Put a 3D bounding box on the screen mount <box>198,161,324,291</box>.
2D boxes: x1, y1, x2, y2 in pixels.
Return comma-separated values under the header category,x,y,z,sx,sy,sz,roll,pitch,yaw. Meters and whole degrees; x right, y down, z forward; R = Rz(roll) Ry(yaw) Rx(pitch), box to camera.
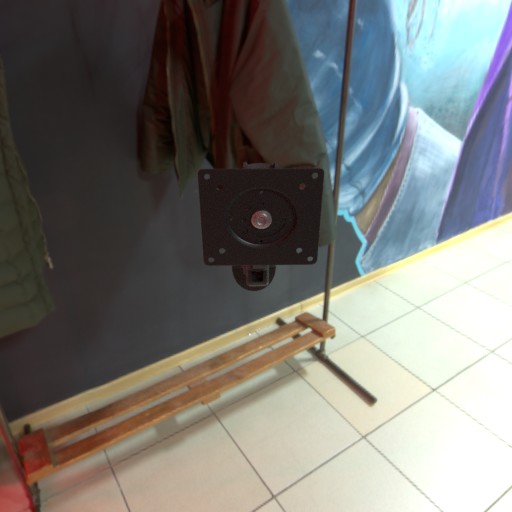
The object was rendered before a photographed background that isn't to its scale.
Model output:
category,x,y,z,sx,sy,sz,roll,pitch,yaw
screen mount,0.000,0.000,0.730,0.115,0.466,0.495,-1,30,-1
